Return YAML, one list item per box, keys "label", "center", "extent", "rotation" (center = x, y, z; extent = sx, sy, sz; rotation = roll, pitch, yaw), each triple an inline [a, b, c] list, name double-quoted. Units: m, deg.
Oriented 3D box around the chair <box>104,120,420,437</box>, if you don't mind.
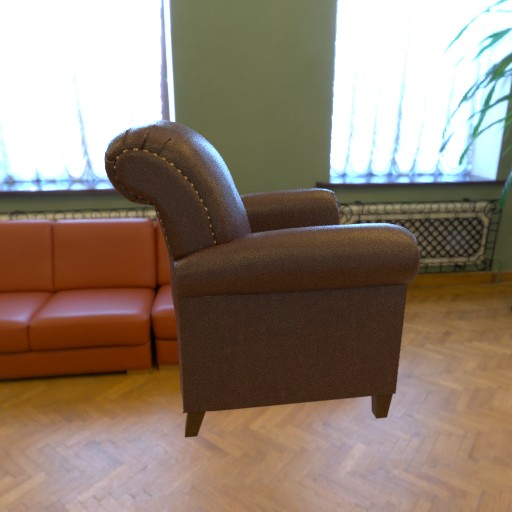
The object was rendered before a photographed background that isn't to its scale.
- label: "chair"
  center: [0.000, 0.000, 1.580]
  extent: [0.890, 0.927, 0.854]
  rotation: [-3, 18, -8]
